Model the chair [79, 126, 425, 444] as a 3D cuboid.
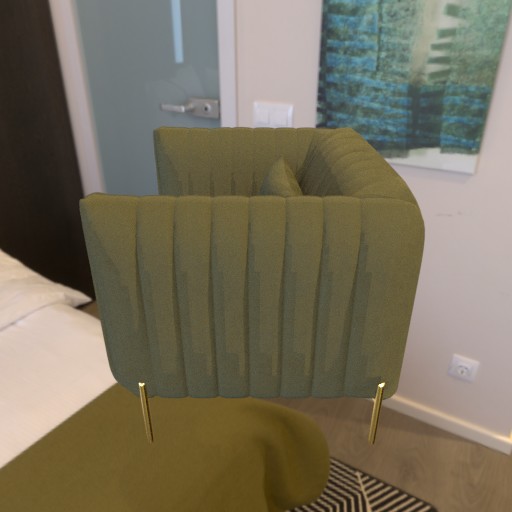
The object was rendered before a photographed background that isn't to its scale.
[{"bbox_3d":[0.000,0.000,1.640,0.877,0.794,1.032,0,27,0],"label":"chair"}]
